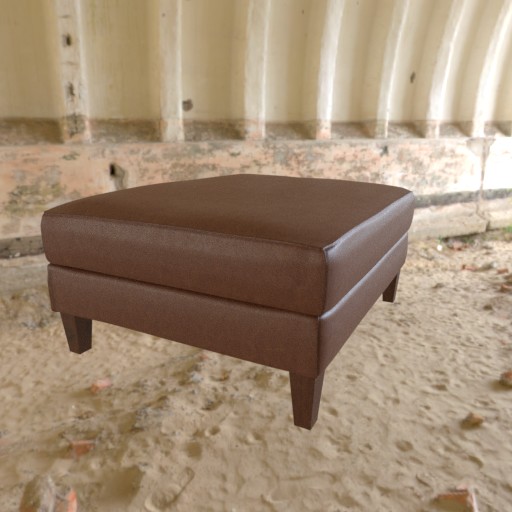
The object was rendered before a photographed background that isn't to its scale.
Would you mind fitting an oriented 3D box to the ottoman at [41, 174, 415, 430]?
[{"bbox_3d":[0.000,0.000,1.453,0.836,0.472,0.987,8,18,27],"label":"ottoman"}]
